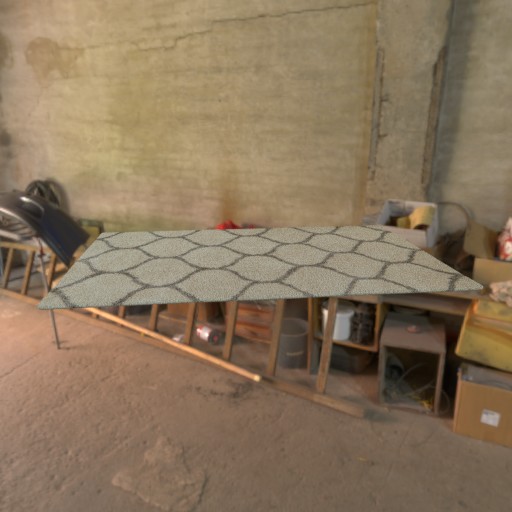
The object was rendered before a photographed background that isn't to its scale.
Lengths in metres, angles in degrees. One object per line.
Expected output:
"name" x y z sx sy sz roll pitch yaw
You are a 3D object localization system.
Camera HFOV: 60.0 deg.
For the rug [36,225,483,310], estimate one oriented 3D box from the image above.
"rug" 0.000 0.000 3.010 2.348 0.024 1.501 -2 17 -6
